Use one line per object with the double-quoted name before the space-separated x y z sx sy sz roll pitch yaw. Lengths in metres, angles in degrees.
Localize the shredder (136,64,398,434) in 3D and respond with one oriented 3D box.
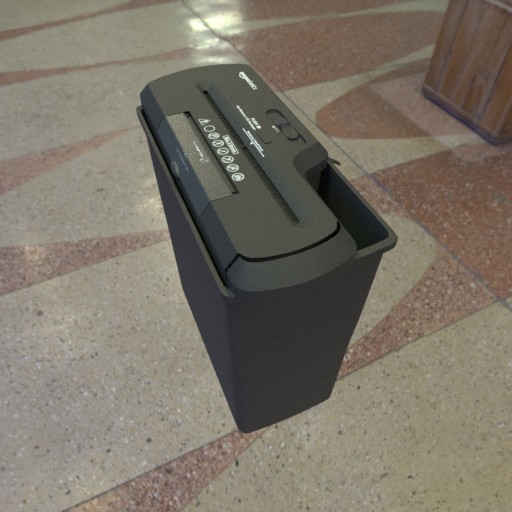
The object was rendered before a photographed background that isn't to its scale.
"shredder" 0.000 0.000 0.521 0.170 0.335 0.320 -17 50 -15
